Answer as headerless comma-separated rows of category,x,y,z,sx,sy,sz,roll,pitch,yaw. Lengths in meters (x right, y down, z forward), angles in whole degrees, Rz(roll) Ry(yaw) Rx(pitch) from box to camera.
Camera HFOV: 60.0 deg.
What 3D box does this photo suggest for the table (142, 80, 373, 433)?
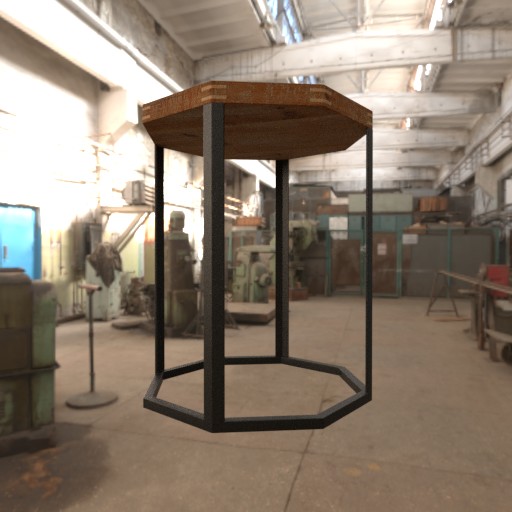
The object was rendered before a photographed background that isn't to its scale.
table,0.000,0.000,0.901,0.458,0.543,0.458,0,1,17
